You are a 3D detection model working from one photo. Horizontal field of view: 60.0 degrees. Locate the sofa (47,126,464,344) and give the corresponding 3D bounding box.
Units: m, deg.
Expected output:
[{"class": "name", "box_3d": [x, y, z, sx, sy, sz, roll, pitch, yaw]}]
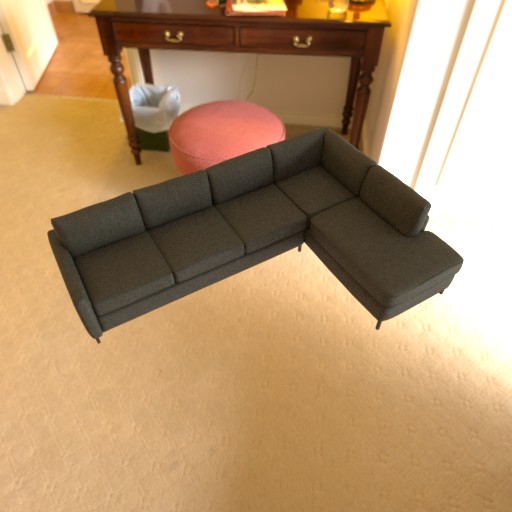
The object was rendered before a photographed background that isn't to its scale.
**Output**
[{"class": "sofa", "box_3d": [0.000, 0.000, 3.801, 2.972, 0.858, 1.984, -23, 51, -20]}]
